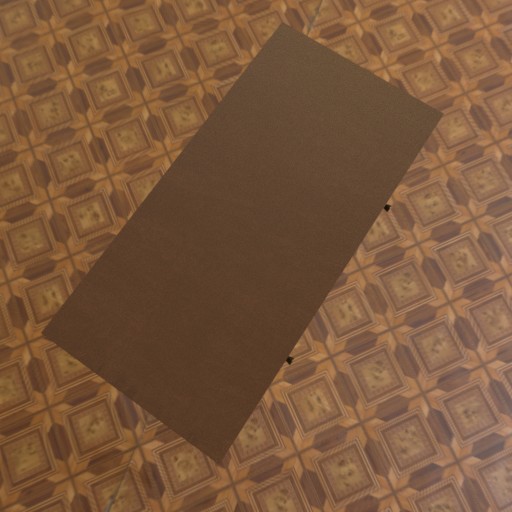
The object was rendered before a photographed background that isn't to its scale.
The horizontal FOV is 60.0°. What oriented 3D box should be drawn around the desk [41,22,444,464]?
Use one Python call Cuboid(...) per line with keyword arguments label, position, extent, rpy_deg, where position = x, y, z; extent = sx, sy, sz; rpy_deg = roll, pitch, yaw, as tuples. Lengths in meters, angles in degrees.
Cuboid(label="desk", position=(0.000, 0.000, 1.383), extent=(0.510, 0.758, 0.949), rpy_deg=(33, 79, 7))
